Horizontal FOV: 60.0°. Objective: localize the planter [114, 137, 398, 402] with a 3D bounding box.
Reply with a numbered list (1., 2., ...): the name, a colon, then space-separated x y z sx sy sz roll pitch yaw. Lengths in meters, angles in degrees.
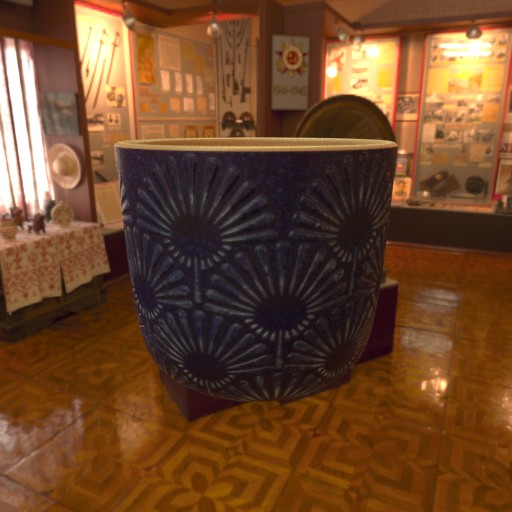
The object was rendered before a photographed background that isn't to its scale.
1. planter: 0.000 0.000 0.217 0.124 0.109 0.124 0 16 0
